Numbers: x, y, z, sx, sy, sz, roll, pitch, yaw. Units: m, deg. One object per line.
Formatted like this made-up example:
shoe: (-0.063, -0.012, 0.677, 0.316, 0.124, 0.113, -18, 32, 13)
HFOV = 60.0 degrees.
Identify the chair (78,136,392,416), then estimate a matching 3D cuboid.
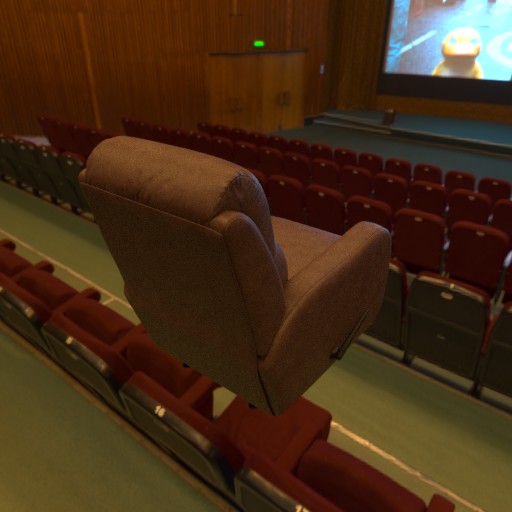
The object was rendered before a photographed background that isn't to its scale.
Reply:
chair: (0.000, 0.000, 1.847, 0.865, 1.067, 1.067, 21, 35, 33)
